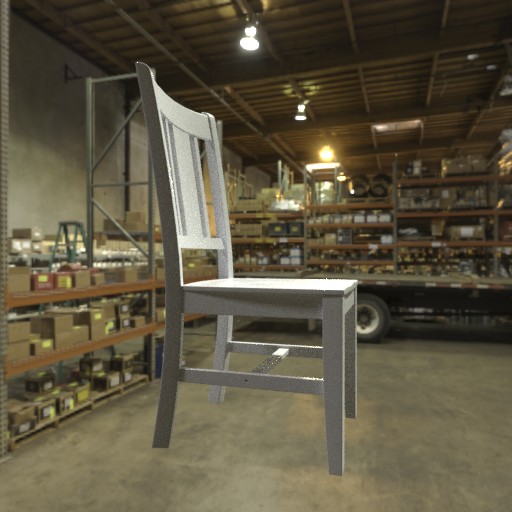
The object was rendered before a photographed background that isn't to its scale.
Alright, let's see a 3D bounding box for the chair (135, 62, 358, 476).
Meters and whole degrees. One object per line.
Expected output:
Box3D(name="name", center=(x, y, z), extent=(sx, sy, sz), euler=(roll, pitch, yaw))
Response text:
Box3D(name="chair", center=(0.000, 0.000, 1.278), extent=(0.555, 0.998, 0.450), euler=(0, 0, 17))
